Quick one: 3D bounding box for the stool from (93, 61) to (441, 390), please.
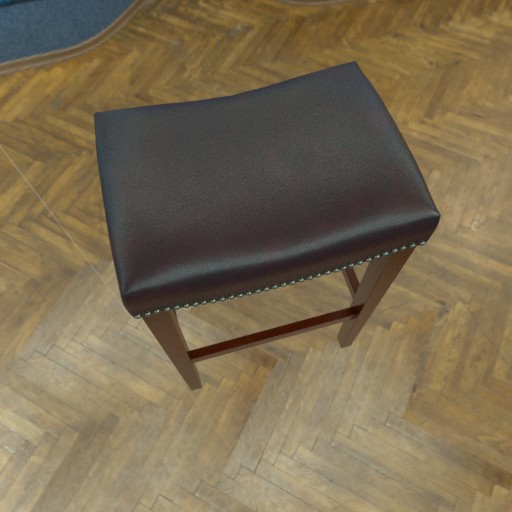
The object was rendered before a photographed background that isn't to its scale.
[{"bbox_3d":[0.000,0.000,1.028,0.504,0.742,0.372,-14,64,-7],"label":"stool"}]
